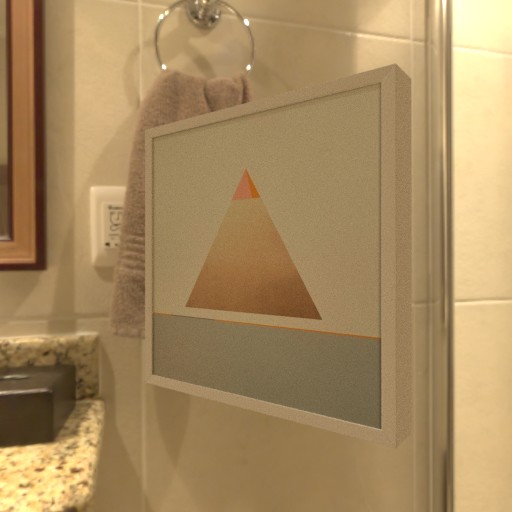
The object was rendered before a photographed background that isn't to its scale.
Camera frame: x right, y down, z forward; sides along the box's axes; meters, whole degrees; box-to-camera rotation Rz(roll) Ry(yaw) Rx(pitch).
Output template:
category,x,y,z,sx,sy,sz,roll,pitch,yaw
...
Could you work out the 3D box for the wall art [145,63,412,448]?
category,x,y,z,sx,sy,sz,roll,pitch,yaw
wall art,0.000,0.000,0.457,0.305,0.304,0.038,0,0,37
